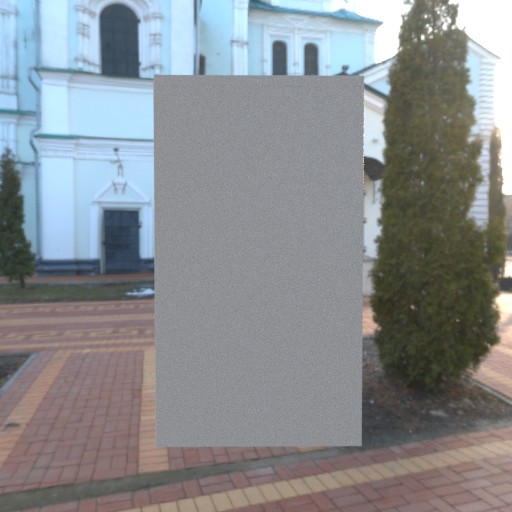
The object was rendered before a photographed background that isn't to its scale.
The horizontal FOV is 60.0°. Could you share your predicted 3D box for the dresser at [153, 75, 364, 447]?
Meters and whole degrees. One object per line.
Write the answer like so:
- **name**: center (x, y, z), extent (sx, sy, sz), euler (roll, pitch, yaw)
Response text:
- **dresser**: center (0.000, 0.000, 1.527), extent (0.460, 0.820, 1.100), euler (0, 2, -1)
